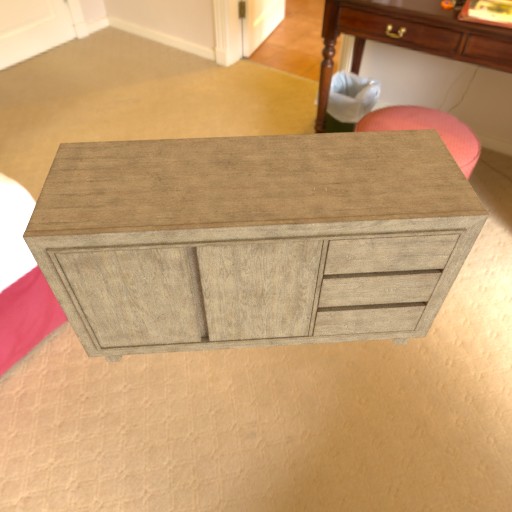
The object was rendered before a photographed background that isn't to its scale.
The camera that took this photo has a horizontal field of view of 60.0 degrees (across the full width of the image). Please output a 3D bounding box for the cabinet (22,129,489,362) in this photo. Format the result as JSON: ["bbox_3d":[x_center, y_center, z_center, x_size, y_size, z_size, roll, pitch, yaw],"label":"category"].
[{"bbox_3d":[0.000,0.000,1.854,1.460,0.825,0.511,-3,48,-3],"label":"cabinet"}]
